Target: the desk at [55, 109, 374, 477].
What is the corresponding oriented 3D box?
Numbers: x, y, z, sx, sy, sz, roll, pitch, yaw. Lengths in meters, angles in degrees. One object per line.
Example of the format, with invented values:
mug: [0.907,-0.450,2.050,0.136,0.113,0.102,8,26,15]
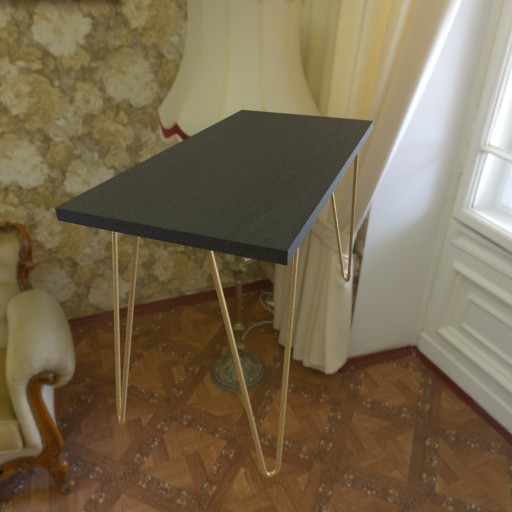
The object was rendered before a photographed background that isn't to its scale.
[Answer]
desk: [0.000,0.000,1.392,0.499,0.660,0.991,11,32,18]
